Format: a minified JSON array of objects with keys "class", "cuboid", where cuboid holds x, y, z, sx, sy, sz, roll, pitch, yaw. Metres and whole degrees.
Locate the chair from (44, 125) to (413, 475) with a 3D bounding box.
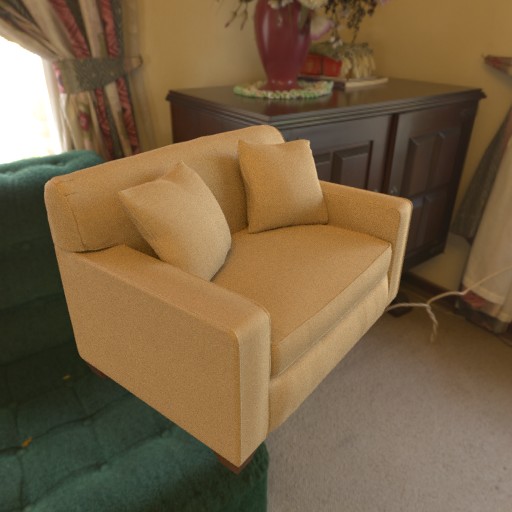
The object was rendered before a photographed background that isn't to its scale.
[{"class":"chair","cuboid":[0.000,0.000,2.047,1.000,0.948,1.383,19,33,33]}]
